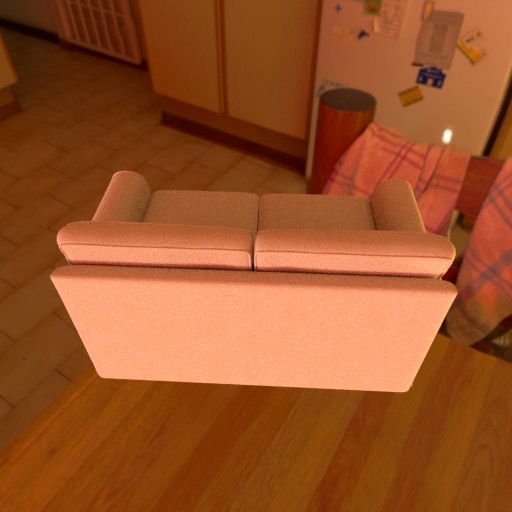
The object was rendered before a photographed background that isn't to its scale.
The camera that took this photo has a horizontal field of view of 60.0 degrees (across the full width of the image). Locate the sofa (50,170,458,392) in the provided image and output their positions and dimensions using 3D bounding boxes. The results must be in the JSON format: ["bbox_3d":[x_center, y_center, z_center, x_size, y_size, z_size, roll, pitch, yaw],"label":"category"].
[{"bbox_3d":[0.000,0.000,2.332,1.727,0.940,0.991,2,45,2],"label":"sofa"}]
